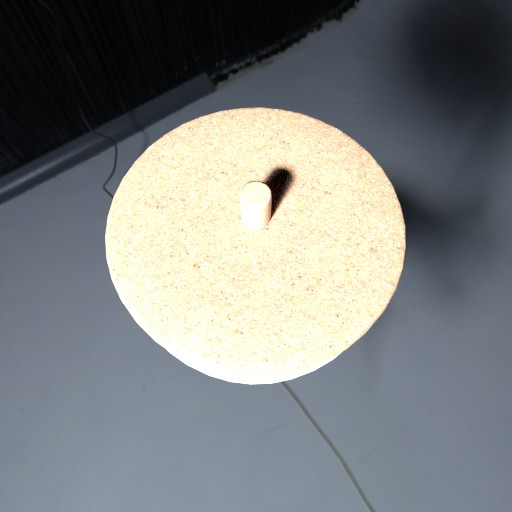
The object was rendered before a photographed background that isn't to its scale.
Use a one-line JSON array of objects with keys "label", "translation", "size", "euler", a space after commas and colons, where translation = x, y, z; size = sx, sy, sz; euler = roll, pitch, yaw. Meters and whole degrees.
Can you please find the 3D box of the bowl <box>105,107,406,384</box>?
[{"label": "bowl", "translation": [0.000, 0.000, 0.218], "size": [0.126, 0.110, 0.126], "euler": [0, 65, 0]}]
